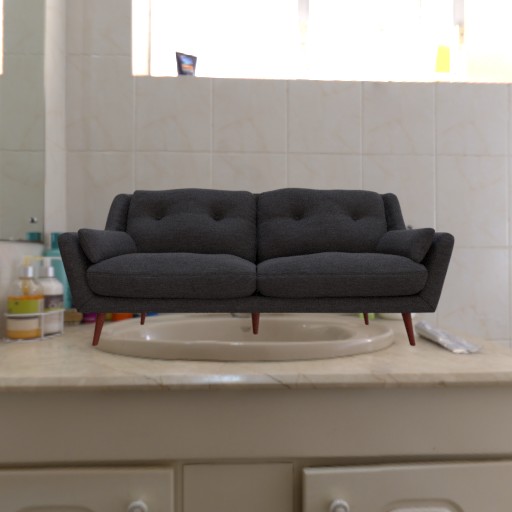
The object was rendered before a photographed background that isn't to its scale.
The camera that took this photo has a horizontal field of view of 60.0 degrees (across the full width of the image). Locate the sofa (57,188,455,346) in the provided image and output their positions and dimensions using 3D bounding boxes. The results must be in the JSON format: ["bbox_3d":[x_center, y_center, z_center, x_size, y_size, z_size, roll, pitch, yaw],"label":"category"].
[{"bbox_3d":[0.000,0.000,2.550,1.929,0.896,0.975,0,-1,0],"label":"sofa"}]
